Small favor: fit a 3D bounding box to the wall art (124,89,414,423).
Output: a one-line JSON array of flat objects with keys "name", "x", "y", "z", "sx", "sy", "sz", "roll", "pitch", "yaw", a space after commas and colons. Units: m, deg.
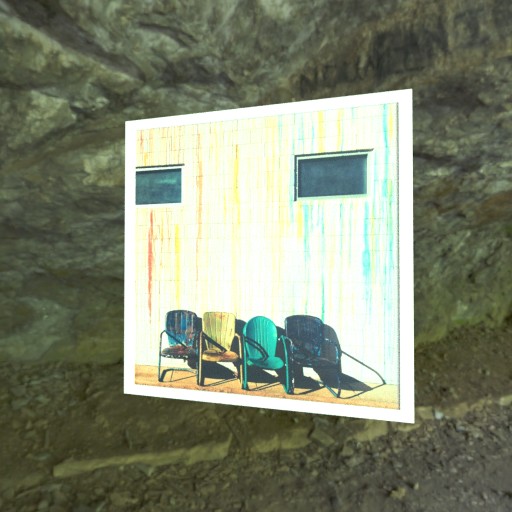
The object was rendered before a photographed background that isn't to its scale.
[{"name": "wall art", "x": 0.000, "y": 0.000, "z": 1.140, "sx": 0.760, "sy": 0.760, "sz": 0.036, "roll": 0, "pitch": -1, "yaw": 18}]
